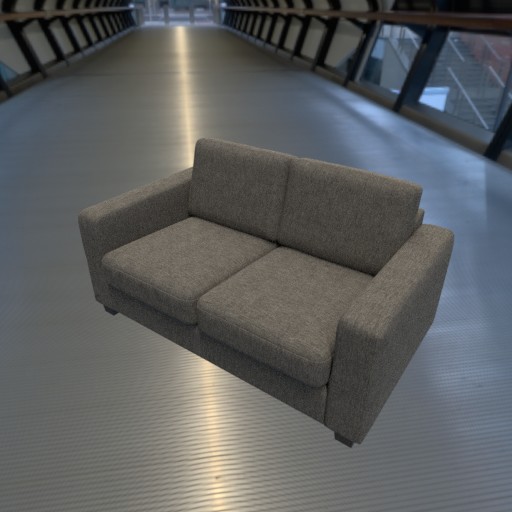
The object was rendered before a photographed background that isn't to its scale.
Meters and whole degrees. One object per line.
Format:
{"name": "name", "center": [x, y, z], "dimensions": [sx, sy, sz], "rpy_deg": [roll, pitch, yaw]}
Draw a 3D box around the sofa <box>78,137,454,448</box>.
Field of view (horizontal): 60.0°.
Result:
{"name": "sofa", "center": [0.000, 0.000, 2.061], "dimensions": [1.520, 0.800, 0.900], "rpy_deg": [20, 36, 30]}
